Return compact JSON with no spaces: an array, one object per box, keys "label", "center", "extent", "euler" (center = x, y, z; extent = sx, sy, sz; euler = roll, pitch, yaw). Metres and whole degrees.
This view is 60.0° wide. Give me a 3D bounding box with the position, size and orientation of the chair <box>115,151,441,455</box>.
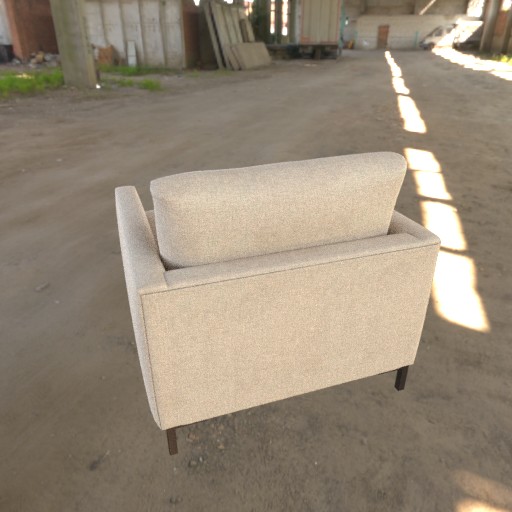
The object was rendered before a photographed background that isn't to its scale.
[{"label":"chair","center":[0.000,0.000,1.679],"extent":[0.963,0.861,0.866],"euler":[-9,29,-17]}]
